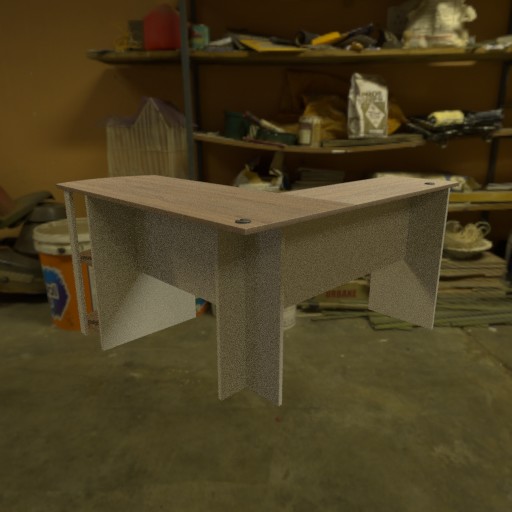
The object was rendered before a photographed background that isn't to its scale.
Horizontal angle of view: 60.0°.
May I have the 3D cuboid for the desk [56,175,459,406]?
[{"bbox_3d":[0.000,0.000,2.141,1.361,0.716,1.303,-16,23,-42],"label":"desk"}]
